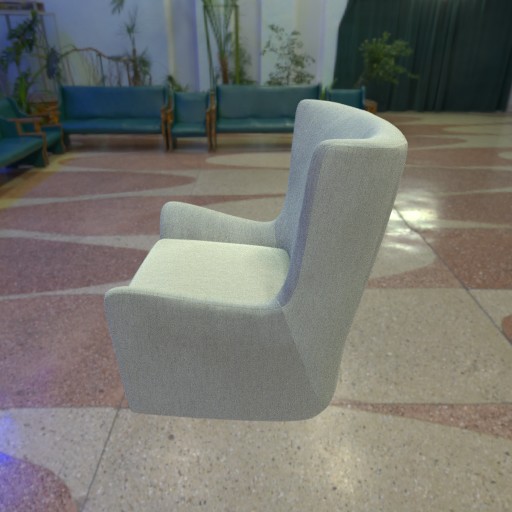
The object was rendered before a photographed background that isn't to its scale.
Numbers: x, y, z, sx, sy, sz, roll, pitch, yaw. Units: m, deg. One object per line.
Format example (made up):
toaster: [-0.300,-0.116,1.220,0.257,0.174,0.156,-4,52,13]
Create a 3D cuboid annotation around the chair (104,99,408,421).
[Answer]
chair: [0.000,0.000,1.622,0.904,1.000,0.779,1,27,2]
